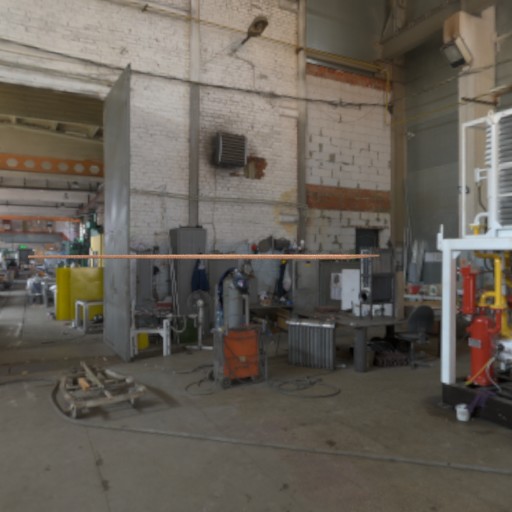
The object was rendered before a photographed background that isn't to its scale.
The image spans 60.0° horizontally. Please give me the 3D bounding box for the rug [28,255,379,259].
[{"bbox_3d":[0.000,0.000,3.057,1.524,0.014,2.438,0,0,18],"label":"rug"}]
